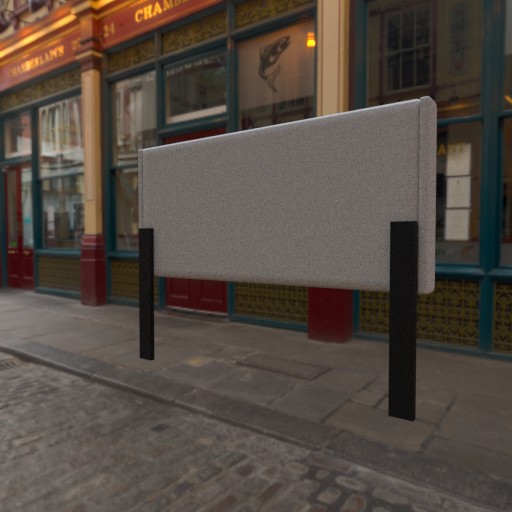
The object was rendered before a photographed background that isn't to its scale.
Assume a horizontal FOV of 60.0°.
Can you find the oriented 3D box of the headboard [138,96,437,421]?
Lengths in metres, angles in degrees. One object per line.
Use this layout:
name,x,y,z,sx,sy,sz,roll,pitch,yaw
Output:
headboard,0.000,0.000,2.713,2.051,1.524,0.184,1,2,36
